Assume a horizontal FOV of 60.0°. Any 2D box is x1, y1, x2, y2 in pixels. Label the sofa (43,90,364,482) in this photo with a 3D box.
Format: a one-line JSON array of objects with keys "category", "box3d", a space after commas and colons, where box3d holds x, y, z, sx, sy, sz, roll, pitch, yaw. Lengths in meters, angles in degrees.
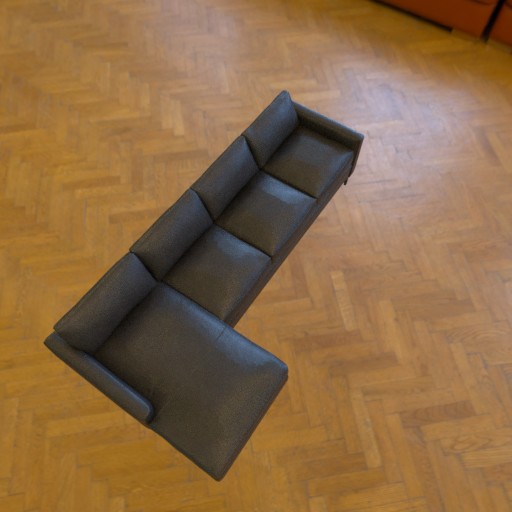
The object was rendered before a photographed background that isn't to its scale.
[{"category": "sofa", "box3d": [0.000, 0.000, 3.590, 1.471, 0.859, 2.993, 31, 65, 16]}]
